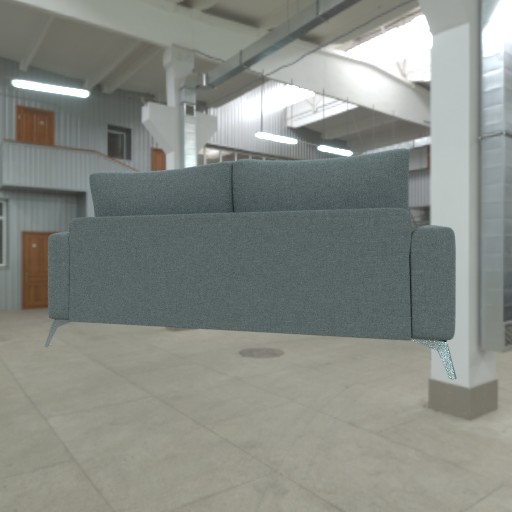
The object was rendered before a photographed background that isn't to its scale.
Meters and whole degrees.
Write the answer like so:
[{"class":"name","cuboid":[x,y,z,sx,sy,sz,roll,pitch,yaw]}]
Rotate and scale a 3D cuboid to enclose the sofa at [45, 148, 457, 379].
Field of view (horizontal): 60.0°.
[{"class":"sofa","cuboid":[0.000,0.000,2.092,1.650,0.790,0.920,0,0,18]}]
